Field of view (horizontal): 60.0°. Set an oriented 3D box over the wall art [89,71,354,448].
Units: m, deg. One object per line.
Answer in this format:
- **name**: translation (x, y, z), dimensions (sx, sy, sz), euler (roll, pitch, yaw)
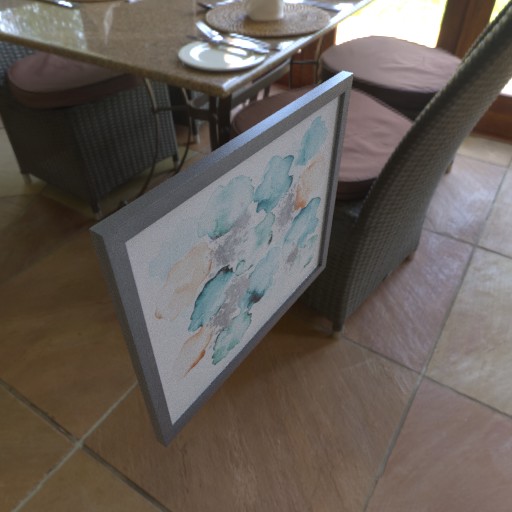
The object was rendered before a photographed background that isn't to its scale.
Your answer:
- **wall art**: translation (0.000, 0.000, 0.919), dimensions (0.026, 0.558, 0.660), euler (26, 48, 26)
